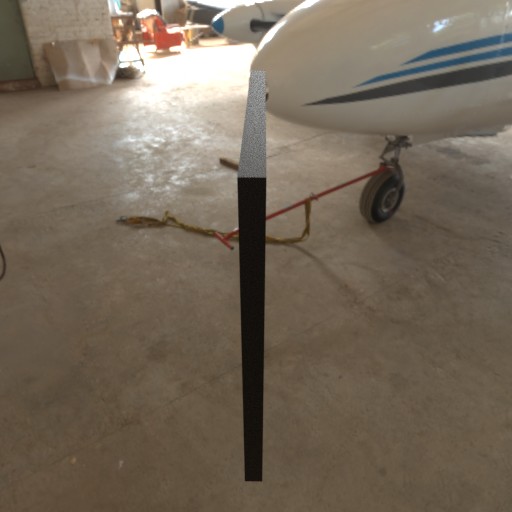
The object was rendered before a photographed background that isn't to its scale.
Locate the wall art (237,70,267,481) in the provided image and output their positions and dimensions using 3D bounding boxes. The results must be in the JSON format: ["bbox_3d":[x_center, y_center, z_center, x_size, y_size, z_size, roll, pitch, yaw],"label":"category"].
[{"bbox_3d":[0.000,0.000,0.771,0.028,0.511,0.513,0,33,1],"label":"wall art"}]
